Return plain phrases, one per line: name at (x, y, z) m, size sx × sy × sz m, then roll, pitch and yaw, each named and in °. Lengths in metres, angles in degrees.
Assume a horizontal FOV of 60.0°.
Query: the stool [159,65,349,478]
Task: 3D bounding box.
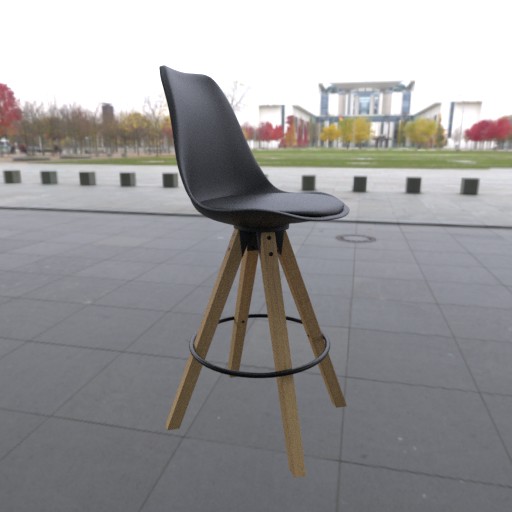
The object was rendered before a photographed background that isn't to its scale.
stool at (0.000, 0.000, 1.377) m, size 0.550 × 1.115 × 0.485 m, roll 7°, pitch 16°, yaw 27°
